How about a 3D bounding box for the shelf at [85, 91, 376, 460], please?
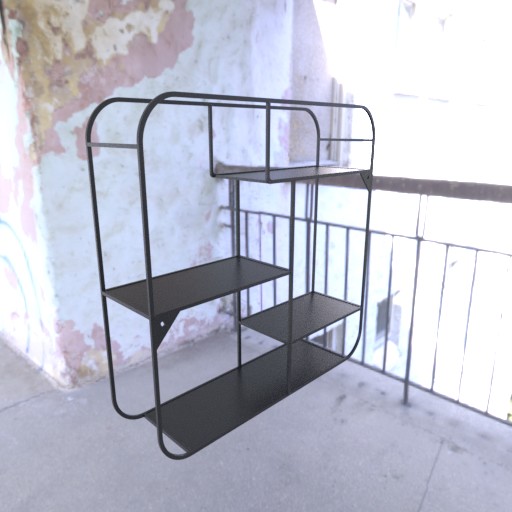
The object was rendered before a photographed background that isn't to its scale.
[{"bbox_3d":[0.000,0.000,0.911,0.600,0.600,0.160,-15,22,-43],"label":"shelf"}]
